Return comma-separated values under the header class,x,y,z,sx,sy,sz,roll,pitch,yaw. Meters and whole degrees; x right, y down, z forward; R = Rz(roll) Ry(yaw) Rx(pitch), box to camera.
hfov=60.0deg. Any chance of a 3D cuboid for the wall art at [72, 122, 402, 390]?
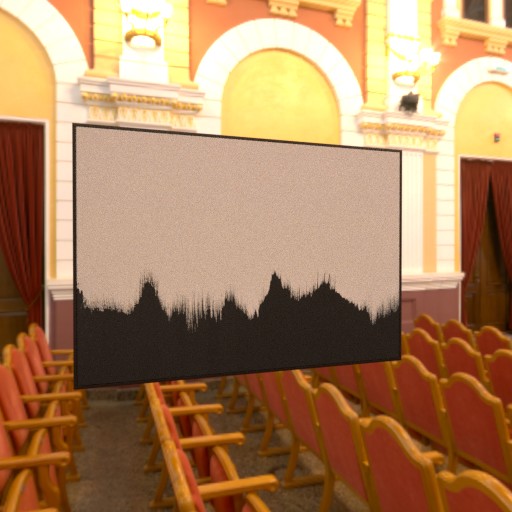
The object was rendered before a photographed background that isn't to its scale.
class,x,y,z,sx,sy,sz,roll,pitch,yaw
wall art,0.000,0.000,1.252,0.957,0.660,0.019,0,1,-18
